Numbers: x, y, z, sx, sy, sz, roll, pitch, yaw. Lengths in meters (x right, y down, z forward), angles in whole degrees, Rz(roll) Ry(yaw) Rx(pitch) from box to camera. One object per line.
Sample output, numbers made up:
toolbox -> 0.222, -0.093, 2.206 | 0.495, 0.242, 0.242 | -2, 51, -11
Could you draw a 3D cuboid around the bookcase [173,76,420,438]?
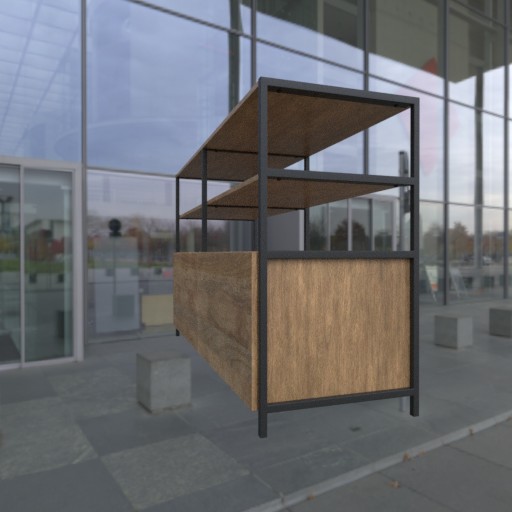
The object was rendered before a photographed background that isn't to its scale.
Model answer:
bookcase -> 0.000, 0.000, 1.473 | 0.391, 0.712, 1.149 | 0, 0, -18
